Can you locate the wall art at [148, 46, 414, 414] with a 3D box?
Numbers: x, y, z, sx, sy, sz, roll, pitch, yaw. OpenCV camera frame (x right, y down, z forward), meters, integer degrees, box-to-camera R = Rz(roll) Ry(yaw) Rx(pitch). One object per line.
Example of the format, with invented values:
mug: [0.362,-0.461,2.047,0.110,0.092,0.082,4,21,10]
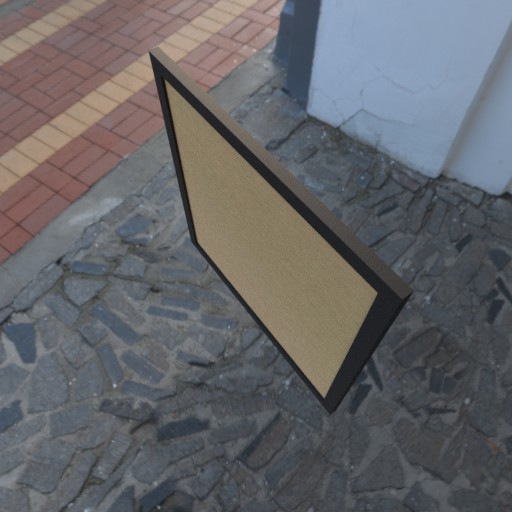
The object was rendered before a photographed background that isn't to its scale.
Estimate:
wall art: [0.000,0.000,0.537,0.012,0.357,0.358,-32,64,-18]
